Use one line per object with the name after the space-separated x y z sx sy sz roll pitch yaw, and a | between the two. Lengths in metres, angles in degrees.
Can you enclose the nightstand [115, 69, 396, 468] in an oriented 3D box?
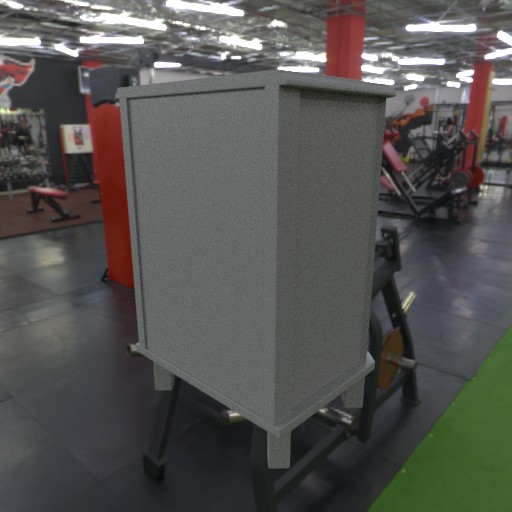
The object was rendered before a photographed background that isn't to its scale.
0.000 0.000 0.952 0.450 0.680 0.350 15 22 42 | nightstand
